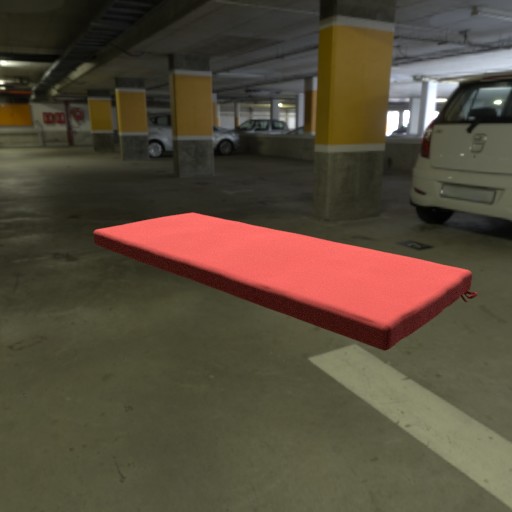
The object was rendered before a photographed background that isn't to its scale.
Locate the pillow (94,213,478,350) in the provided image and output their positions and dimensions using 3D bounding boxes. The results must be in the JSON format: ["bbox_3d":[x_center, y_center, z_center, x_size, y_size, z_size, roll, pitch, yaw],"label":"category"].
[{"bbox_3d":[0.000,0.000,1.370,1.187,0.081,0.492,15,22,41],"label":"pillow"}]
